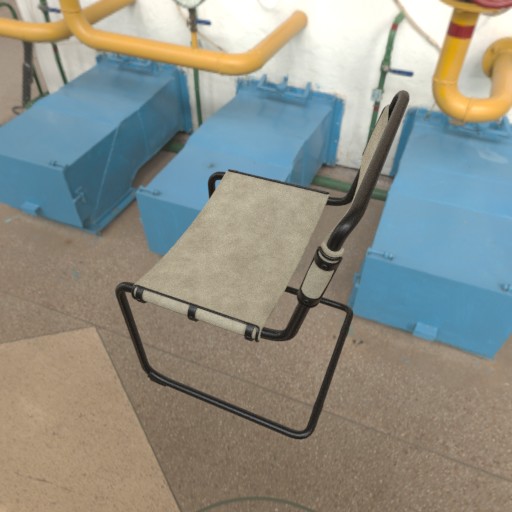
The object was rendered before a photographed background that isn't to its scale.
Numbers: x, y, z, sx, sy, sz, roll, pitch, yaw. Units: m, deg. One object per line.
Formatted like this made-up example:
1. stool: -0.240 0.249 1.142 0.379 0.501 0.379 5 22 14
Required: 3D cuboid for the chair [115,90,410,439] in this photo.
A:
1. chair: 0.000 0.000 1.077 0.497 0.747 0.499 17 48 16
